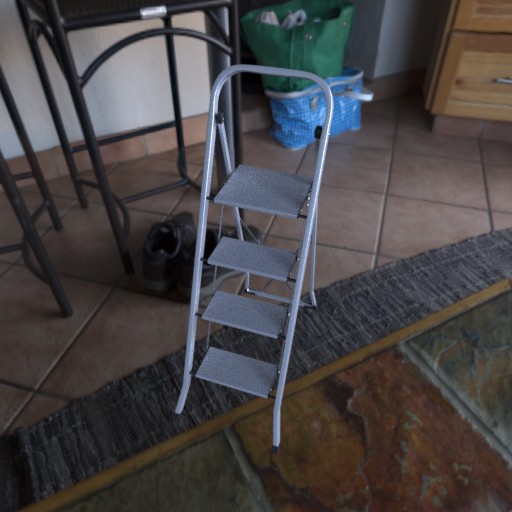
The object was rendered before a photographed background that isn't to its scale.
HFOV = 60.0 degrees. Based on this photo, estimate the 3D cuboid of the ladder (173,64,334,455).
[{"bbox_3d":[0.000,0.000,1.698,0.465,1.290,0.830,13,42,14],"label":"ladder"}]
